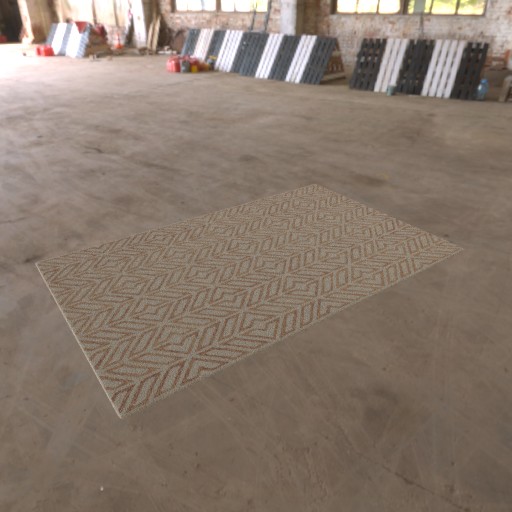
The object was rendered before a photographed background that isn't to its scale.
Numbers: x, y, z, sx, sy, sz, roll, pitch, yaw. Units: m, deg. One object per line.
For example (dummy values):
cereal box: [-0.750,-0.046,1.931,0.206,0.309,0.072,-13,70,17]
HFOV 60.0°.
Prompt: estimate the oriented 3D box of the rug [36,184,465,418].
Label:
rug: [0.000,0.000,2.950,2.438,0.008,1.523,-20,36,-30]
